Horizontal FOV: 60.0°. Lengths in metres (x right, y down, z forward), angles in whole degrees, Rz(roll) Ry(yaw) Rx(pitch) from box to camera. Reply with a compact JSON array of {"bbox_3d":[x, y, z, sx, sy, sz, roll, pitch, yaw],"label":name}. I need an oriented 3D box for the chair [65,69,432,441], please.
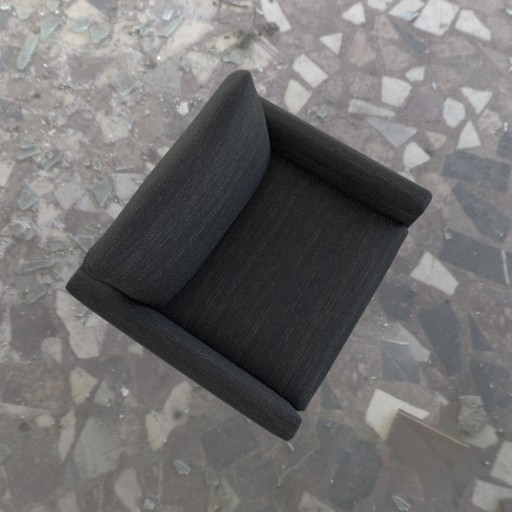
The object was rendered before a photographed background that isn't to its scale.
[{"bbox_3d":[0.000,0.000,1.628,0.866,0.861,0.963,32,77,8],"label":"chair"}]
